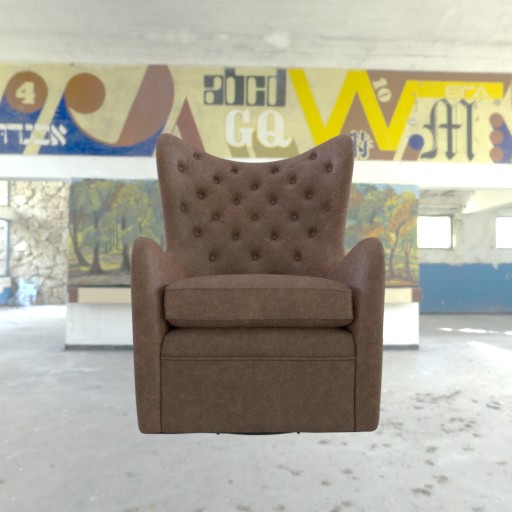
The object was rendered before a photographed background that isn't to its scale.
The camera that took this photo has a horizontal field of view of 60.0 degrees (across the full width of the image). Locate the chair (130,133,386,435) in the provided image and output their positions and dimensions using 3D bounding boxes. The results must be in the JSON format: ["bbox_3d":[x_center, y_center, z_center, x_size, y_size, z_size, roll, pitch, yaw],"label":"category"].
[{"bbox_3d":[0.000,0.000,1.715,0.831,1.079,0.930,0,-1,-1],"label":"chair"}]
